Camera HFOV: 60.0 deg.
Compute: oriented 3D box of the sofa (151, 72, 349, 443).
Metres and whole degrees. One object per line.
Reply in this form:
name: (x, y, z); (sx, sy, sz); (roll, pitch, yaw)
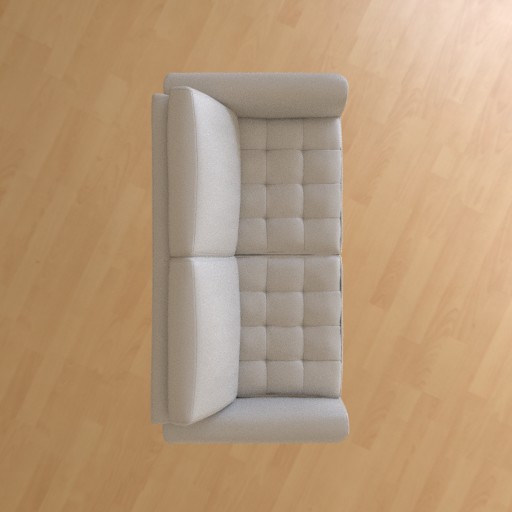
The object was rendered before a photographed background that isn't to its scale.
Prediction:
sofa: (0.000, 0.000, 2.697); (1.121, 0.930, 2.177); (0, 89, 1)
